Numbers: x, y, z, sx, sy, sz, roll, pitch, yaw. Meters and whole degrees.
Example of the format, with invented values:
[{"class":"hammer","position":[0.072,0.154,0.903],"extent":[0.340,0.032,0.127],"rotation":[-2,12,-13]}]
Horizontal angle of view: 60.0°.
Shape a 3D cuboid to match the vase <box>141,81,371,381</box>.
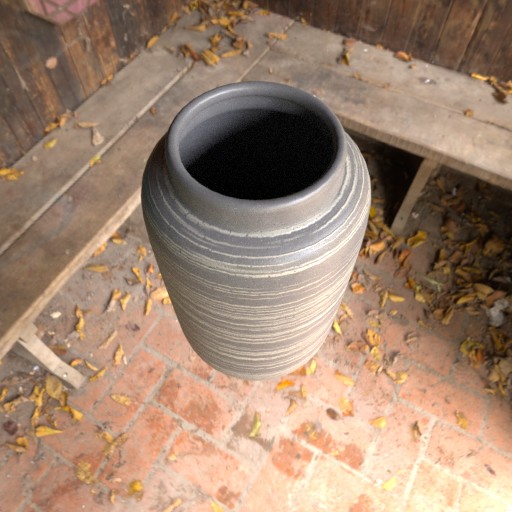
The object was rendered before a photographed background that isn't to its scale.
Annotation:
[{"class":"vase","position":[0.000,0.000,0.702],"extent":[0.297,0.499,0.297],"rotation":[0,58,0]}]
